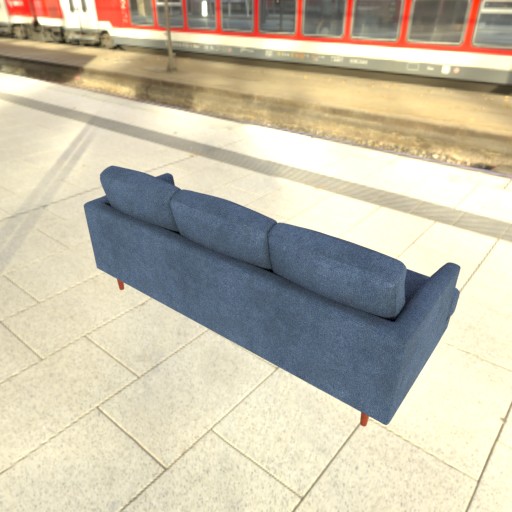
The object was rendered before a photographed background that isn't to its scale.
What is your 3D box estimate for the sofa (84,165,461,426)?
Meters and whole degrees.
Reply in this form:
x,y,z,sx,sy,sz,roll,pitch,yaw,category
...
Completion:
x,y,z,sx,sy,sz,roll,pitch,yaw,category
0.000,0.000,2.765,2.246,0.930,0.903,22,37,32,sofa
